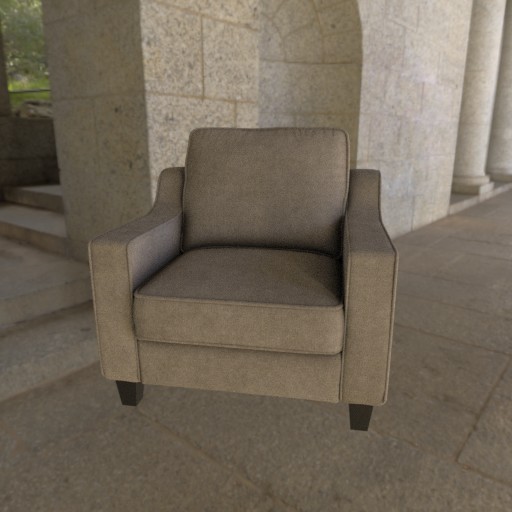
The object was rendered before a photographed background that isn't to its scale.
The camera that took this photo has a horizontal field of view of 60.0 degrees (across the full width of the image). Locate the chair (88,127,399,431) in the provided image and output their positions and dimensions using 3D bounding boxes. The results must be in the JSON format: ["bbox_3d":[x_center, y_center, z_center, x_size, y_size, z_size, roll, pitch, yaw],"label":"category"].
[{"bbox_3d":[0.000,0.000,1.670,0.926,0.944,0.840,3,15,10],"label":"chair"}]
